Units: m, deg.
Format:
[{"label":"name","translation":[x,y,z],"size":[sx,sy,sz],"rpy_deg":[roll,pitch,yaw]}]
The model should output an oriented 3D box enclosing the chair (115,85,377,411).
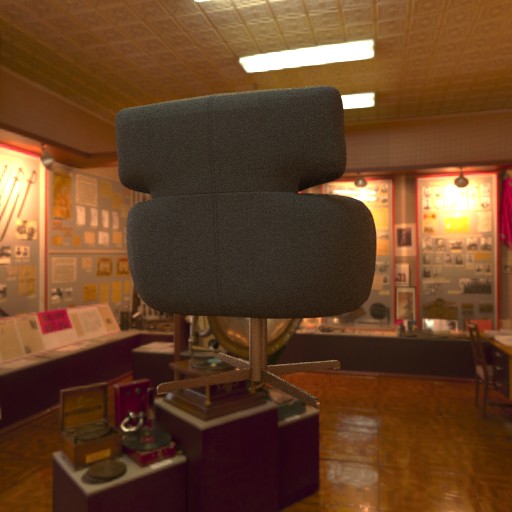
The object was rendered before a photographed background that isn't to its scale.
[{"label":"chair","translation":[0.000,0.000,1.435],"size":[0.738,0.813,0.761],"rpy_deg":[0,0,17]}]
